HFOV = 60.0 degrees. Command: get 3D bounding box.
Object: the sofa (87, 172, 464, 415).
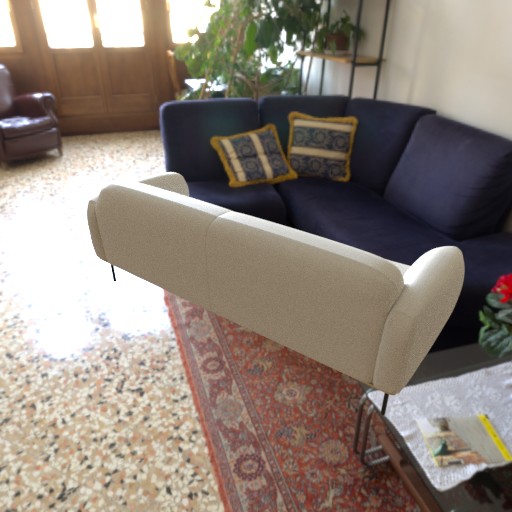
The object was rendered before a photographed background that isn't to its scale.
[{"bbox_3d":[0.000,0.000,2.712,2.257,0.780,0.880,20,35,31],"label":"sofa"}]
